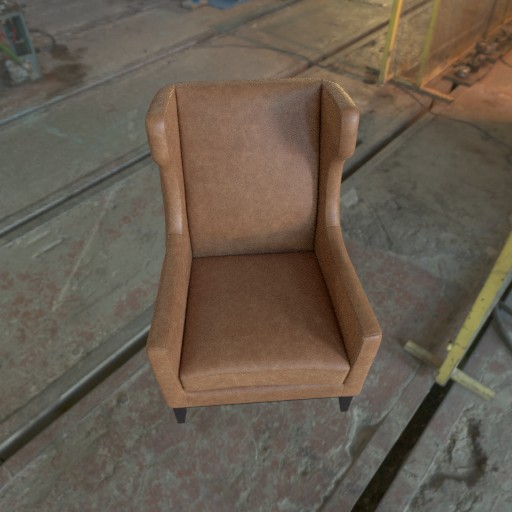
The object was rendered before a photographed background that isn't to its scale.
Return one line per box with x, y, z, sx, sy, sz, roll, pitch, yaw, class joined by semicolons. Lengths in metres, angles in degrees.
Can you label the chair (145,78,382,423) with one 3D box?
0.000;0.000;1.715;0.766;1.079;0.899;-3;47;-3;chair
